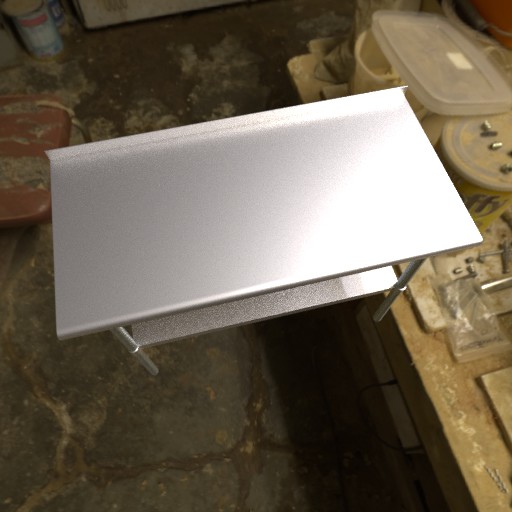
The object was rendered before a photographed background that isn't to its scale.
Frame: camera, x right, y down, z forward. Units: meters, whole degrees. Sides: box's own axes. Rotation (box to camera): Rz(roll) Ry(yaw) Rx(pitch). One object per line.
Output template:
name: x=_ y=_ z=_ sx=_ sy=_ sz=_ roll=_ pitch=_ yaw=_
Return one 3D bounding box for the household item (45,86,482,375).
household item: x=0.000 y=0.000 z=1.700 sx=1.219 sy=0.851 sz=0.610 roll=-12 pitch=63 yaw=-6
